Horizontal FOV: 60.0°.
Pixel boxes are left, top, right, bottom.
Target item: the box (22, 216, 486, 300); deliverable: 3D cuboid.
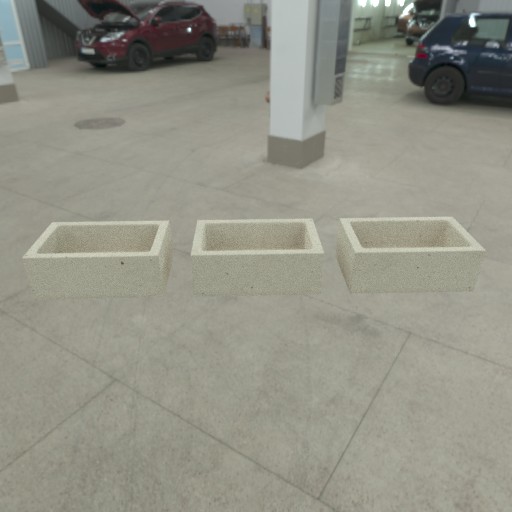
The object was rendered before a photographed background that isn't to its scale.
[{"bbox_3d":[0.000,0.000,0.487,0.461,0.051,0.082,-1,30,-2],"label":"box"}]
